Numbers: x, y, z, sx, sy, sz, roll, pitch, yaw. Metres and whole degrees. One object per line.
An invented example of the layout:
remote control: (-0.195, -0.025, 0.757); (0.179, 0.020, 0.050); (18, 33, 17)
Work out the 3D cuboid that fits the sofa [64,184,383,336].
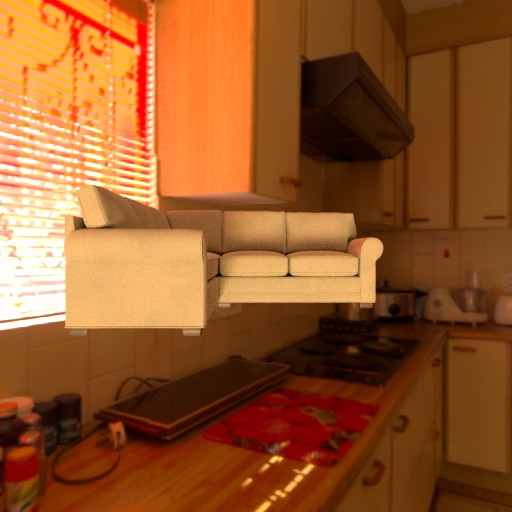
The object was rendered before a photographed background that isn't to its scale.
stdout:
sofa: (0.000, 0.000, 4.088); (2.562, 1.053, 2.487); (0, 0, -1)
